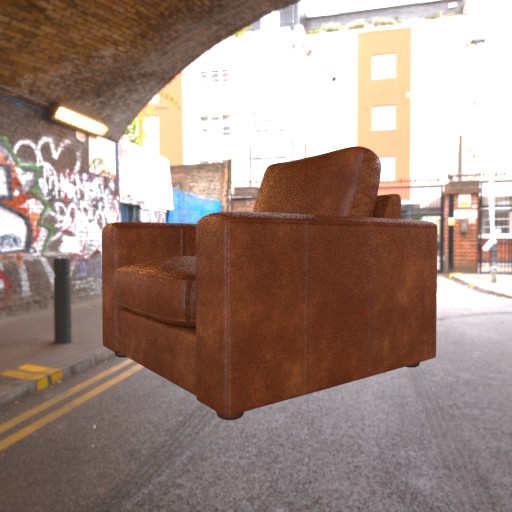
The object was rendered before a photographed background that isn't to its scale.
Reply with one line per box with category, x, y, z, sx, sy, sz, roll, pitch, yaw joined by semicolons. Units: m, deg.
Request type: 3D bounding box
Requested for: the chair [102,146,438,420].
chair;0.000;0.000;1.806;1.016;0.873;1.005;-1;2;-37
